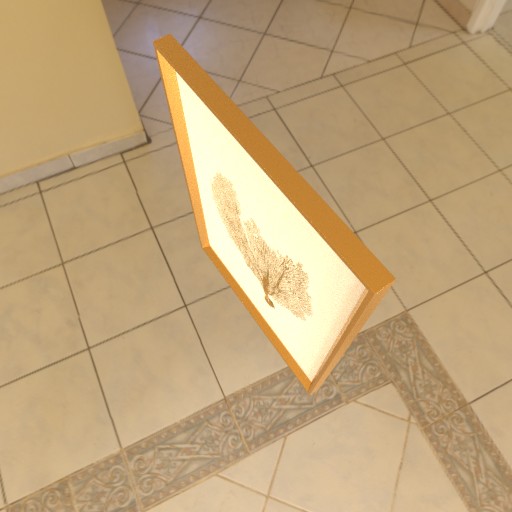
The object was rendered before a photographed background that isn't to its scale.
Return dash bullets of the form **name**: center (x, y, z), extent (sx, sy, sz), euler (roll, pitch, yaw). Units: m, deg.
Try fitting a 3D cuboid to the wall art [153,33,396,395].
- **wall art**: center (0.000, 0.000, 1.071), extent (0.038, 0.812, 0.610), euler (-32, 68, -15)
